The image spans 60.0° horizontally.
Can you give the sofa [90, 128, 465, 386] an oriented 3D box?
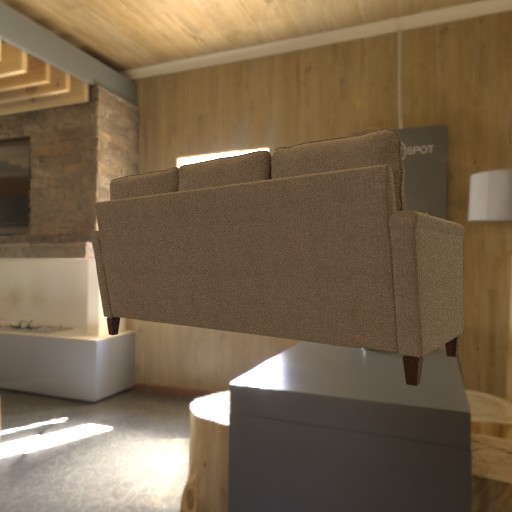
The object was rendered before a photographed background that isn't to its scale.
[{"bbox_3d":[0.000,0.000,2.378,1.925,0.959,0.828,0,-1,37],"label":"sofa"}]
